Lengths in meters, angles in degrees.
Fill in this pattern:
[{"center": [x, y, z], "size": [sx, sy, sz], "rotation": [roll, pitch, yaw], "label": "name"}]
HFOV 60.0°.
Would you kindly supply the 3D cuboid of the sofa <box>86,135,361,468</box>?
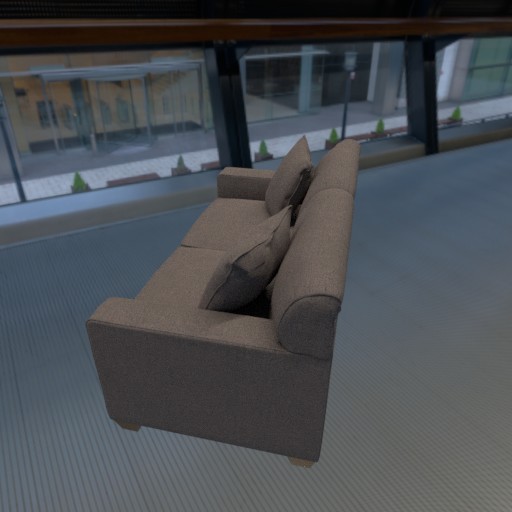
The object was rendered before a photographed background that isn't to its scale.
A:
[{"center": [0.000, 0.000, 2.456], "size": [1.000, 0.958, 1.846], "rotation": [7, 31, 12], "label": "sofa"}]
